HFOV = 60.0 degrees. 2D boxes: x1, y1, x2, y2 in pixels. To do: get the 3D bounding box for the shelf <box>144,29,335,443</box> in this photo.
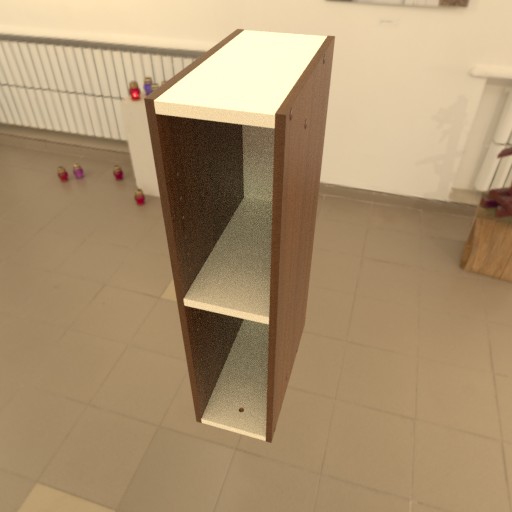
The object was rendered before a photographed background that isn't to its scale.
[{"bbox_3d":[0.000,0.000,0.718,0.147,0.600,0.290,11,41,13],"label":"shelf"}]
